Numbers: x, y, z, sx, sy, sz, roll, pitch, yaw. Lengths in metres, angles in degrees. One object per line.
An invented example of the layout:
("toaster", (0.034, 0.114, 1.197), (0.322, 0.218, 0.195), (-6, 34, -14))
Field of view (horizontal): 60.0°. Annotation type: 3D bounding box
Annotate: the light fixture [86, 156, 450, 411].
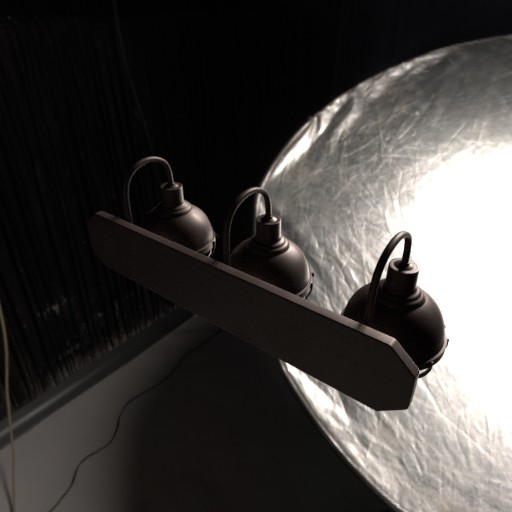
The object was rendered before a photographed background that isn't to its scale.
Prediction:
("light fixture", (0.000, 0.000, 0.751), (0.634, 0.254, 0.229), (22, 38, 32))
